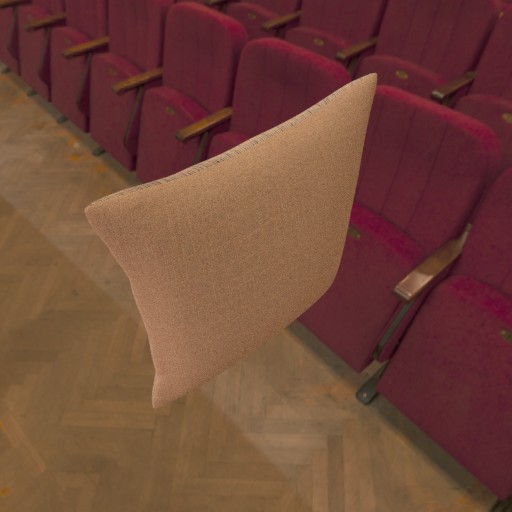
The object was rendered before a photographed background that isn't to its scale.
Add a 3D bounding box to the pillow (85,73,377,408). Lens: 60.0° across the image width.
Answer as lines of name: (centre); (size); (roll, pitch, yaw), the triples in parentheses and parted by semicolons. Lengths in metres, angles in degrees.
pillow: (0.000, 0.000, 0.777); (0.512, 0.506, 0.178); (-32, 55, -27)
